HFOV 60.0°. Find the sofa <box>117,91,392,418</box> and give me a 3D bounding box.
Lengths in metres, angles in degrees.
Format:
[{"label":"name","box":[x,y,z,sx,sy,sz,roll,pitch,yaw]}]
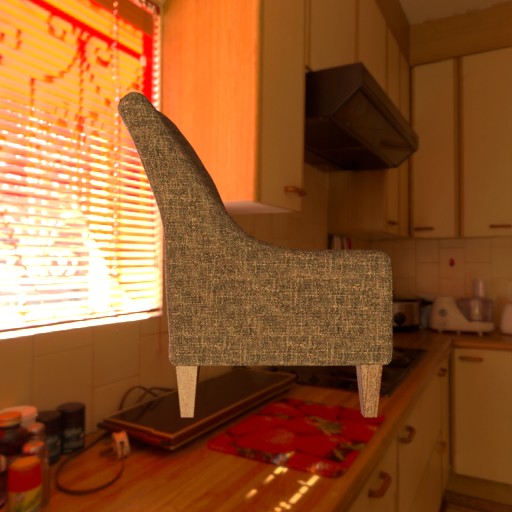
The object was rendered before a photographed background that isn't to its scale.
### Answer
[{"label":"sofa","box":[0.000,0.000,1.969,0.870,1.021,1.242,0,-1,0]}]
